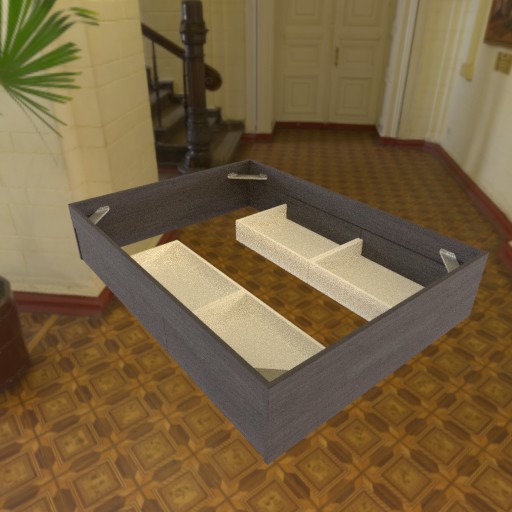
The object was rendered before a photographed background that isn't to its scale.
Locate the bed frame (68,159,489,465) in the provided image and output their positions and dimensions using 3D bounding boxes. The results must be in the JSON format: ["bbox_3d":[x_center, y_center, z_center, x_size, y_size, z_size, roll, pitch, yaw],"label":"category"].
[{"bbox_3d":[0.000,0.000,2.595,1.448,0.459,1.944,-22,37,-33],"label":"bed frame"}]
